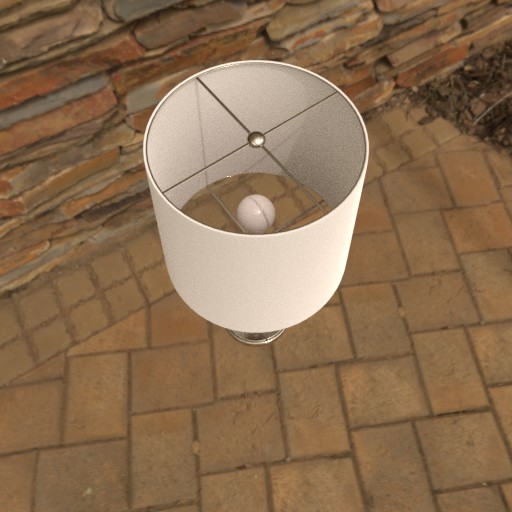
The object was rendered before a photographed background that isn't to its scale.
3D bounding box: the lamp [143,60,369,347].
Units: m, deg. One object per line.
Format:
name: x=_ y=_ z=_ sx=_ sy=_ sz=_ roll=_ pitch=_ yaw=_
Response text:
lamp: x=0.000 y=0.000 z=0.781 sx=0.303 sy=0.618 sz=0.303 roll=0 pitch=64 yaw=0
